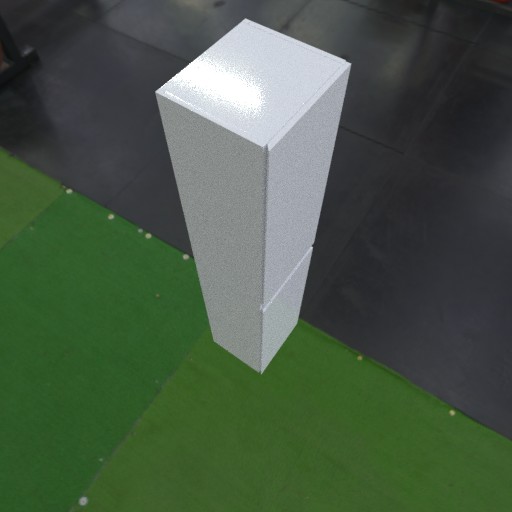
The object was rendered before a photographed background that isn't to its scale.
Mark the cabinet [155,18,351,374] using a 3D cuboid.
[{"bbox_3d":[0.000,0.000,1.489,0.270,1.400,0.300,31,64,17],"label":"cabinet"}]
